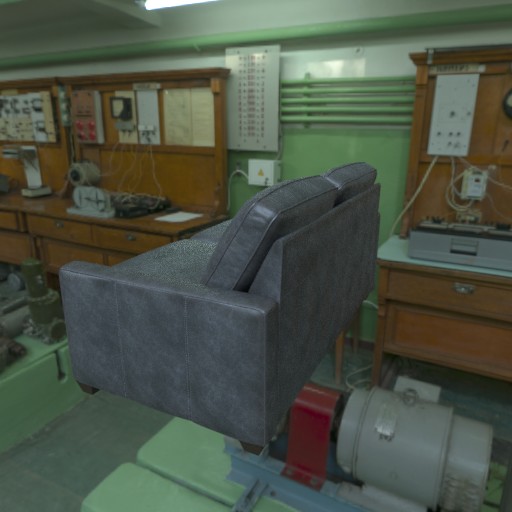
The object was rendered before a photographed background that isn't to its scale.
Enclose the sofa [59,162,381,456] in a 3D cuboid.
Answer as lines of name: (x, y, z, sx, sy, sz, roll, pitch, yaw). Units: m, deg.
sofa: (0.000, 0.000, 2.334, 0.939, 0.916, 1.732, 9, 19, 26)
